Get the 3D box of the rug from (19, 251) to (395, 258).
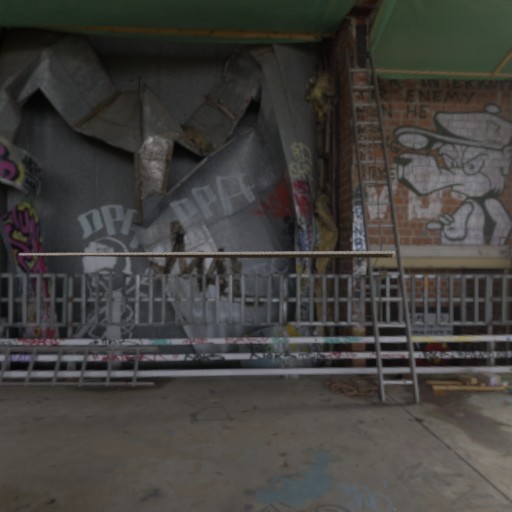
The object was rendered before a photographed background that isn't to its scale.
[{"bbox_3d":[0.000,0.000,4.105,2.441,0.015,3.050,0,-1,17],"label":"rug"}]
